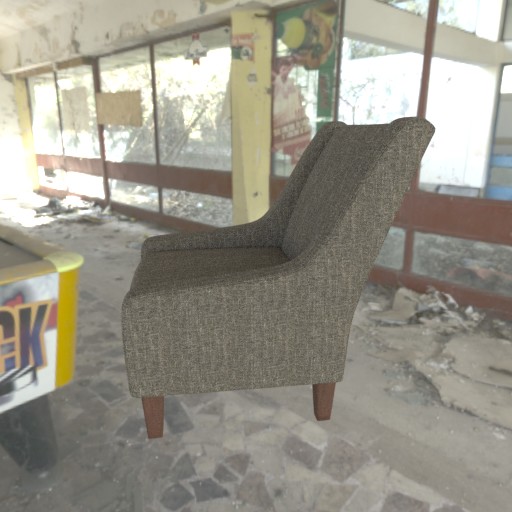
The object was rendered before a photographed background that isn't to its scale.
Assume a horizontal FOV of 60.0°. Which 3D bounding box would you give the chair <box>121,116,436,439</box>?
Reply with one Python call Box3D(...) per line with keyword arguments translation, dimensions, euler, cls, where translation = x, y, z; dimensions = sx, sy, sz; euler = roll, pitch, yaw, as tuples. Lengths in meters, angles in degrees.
Box3D(translation=(0.000, 0.000, 1.711), dimensions=(0.944, 1.012, 0.793), euler=(-3, 16, -9), cls="chair")
